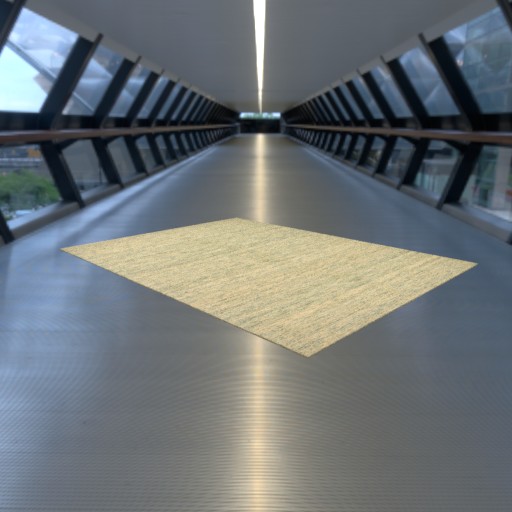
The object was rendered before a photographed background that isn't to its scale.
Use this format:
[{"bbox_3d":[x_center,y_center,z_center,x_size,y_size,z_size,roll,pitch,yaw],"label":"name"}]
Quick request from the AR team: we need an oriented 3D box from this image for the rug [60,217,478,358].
[{"bbox_3d":[0.000,0.000,4.235,3.201,0.014,2.437,15,21,43],"label":"rug"}]
